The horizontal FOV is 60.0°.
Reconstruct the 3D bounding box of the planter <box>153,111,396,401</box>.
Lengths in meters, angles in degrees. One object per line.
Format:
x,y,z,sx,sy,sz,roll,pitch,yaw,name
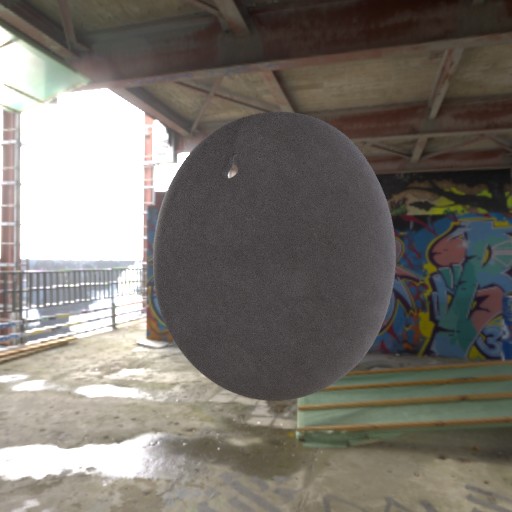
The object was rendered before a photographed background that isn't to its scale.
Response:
0.000,0.000,0.294,0.185,0.188,0.071,0,-1,35,planter
